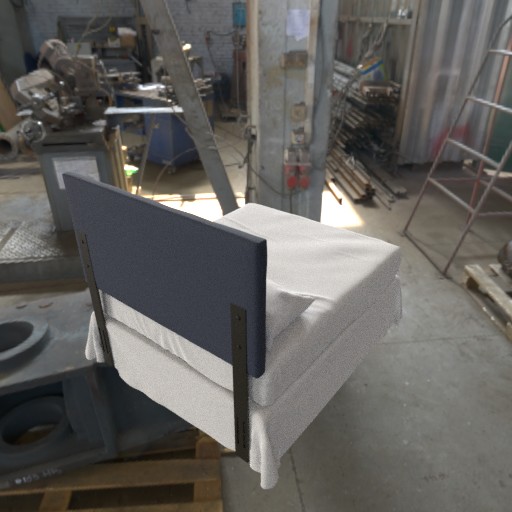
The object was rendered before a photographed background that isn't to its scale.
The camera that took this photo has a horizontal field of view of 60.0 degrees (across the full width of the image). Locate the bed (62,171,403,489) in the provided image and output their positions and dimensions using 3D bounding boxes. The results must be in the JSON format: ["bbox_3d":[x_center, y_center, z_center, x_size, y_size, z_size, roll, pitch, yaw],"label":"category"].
[{"bbox_3d":[0.000,0.000,3.518,1.936,1.577,2.222,21,35,33],"label":"bed"}]
